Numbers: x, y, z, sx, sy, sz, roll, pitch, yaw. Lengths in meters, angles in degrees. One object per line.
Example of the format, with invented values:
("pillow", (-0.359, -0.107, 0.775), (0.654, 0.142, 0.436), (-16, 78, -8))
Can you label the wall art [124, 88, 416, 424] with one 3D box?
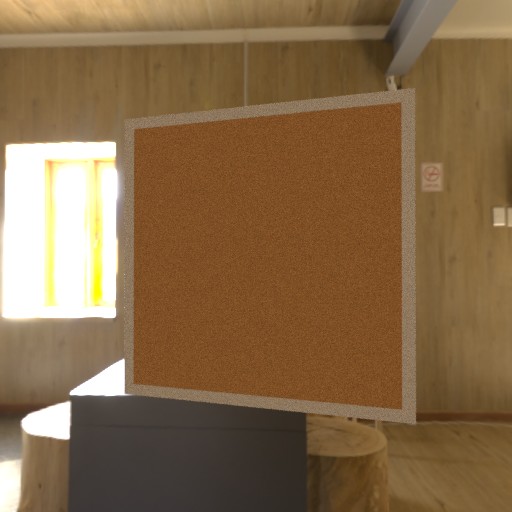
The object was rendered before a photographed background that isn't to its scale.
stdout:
("wall art", (0.000, 0.000, 0.824), (0.558, 0.559, 0.009), (0, 0, 17))
